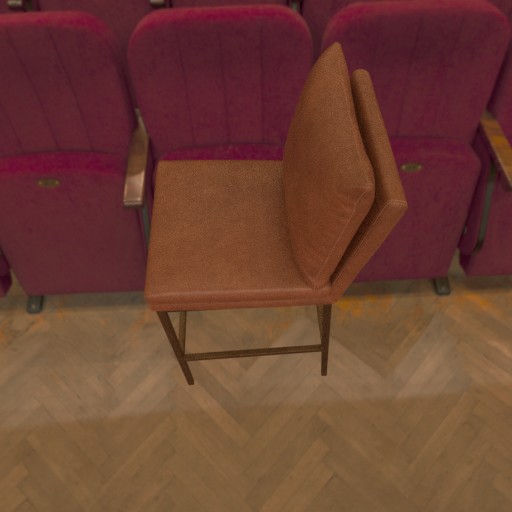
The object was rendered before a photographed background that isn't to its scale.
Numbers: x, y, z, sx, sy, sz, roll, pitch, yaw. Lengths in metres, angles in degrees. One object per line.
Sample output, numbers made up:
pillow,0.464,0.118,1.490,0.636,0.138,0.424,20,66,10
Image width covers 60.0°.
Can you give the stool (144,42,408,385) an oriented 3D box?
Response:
stool,0.000,0.000,1.362,0.571,1.124,0.463,-2,58,-1
